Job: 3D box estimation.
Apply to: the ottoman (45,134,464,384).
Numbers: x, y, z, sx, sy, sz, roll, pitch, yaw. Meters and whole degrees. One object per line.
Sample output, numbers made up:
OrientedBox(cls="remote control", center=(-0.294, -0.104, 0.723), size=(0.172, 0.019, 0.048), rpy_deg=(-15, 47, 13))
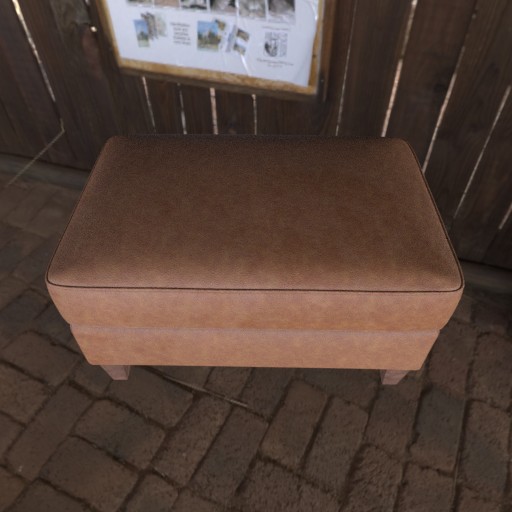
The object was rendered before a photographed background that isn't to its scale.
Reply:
OrientedBox(cls="ottoman", center=(0.000, 0.000, 1.188), size=(0.864, 0.483, 0.584), rpy_deg=(1, 46, 1))
